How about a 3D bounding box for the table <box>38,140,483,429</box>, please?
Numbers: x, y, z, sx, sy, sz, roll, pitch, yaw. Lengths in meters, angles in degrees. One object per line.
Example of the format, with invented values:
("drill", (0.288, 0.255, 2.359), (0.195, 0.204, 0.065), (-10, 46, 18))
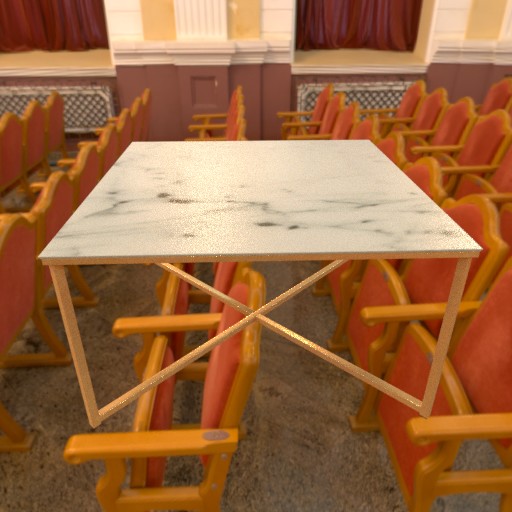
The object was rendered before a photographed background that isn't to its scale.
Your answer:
("table", (0.000, 0.000, 1.254), (0.800, 0.450, 0.800), (-1, 29, -2))
